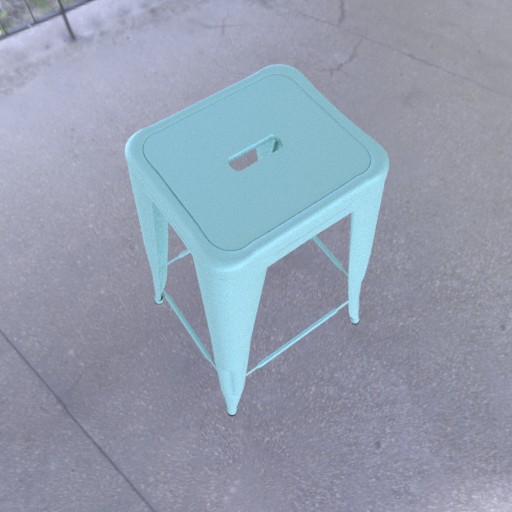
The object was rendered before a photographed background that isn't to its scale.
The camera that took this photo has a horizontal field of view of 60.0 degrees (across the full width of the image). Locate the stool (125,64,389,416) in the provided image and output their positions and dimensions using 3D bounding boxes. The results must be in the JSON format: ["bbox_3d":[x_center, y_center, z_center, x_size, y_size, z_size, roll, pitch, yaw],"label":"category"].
[{"bbox_3d":[0.000,0.000,0.860,0.399,0.609,0.359,-33,67,-16],"label":"stool"}]
